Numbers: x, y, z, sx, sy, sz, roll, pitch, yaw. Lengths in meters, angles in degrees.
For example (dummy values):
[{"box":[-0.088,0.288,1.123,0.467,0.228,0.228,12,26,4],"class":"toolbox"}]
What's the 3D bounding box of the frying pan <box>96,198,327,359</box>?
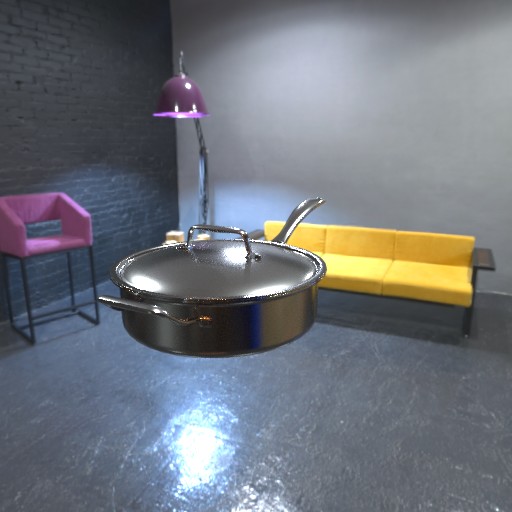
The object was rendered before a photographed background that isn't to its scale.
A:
[{"box":[0.000,0.000,0.593,0.245,0.111,0.492,8,17,27],"class":"frying pan"}]
